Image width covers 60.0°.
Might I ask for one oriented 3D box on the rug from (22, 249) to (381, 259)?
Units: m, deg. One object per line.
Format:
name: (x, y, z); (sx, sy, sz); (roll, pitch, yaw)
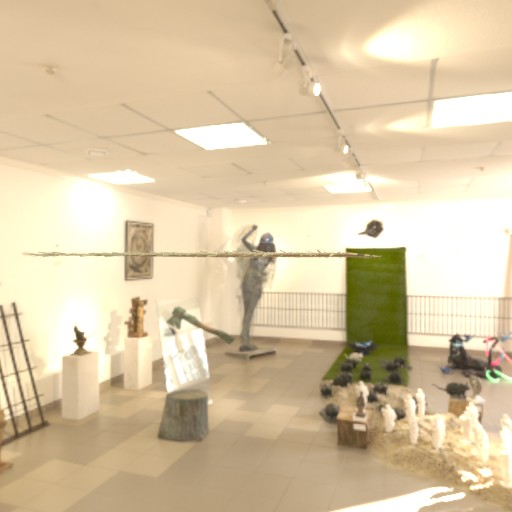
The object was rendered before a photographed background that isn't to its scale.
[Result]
rug: (0.000, 0.000, 2.447); (1.224, 0.027, 2.021); (0, 0, 19)
